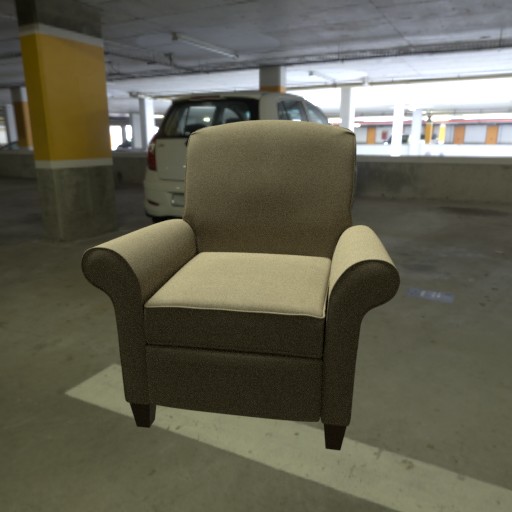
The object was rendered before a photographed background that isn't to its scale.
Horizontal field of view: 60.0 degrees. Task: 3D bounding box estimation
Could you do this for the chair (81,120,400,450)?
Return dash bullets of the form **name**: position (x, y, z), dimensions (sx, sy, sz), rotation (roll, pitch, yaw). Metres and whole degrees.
- **chair**: position (0.000, 0.000, 1.752), dimensions (0.978, 1.061, 0.905), rotation (3, 15, 10)
